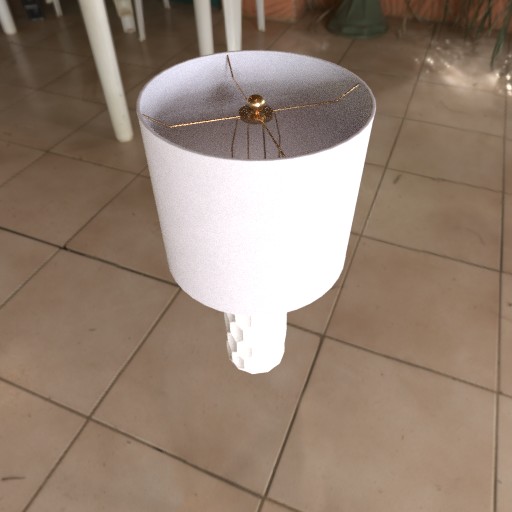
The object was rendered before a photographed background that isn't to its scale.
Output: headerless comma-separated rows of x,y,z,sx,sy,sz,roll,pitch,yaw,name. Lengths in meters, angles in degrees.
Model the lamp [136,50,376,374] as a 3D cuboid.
0.000,0.000,0.710,0.277,0.537,0.277,15,47,15,lamp
